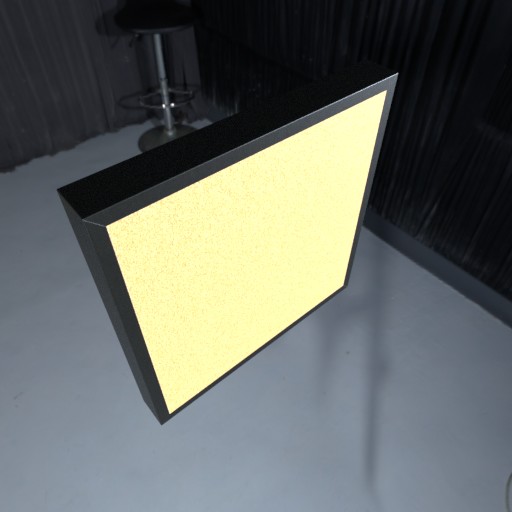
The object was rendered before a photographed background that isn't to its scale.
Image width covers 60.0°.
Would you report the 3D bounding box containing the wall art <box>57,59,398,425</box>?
[{"bbox_3d":[0.000,0.000,0.452,0.304,0.304,0.038,-32,54,-26],"label":"wall art"}]
